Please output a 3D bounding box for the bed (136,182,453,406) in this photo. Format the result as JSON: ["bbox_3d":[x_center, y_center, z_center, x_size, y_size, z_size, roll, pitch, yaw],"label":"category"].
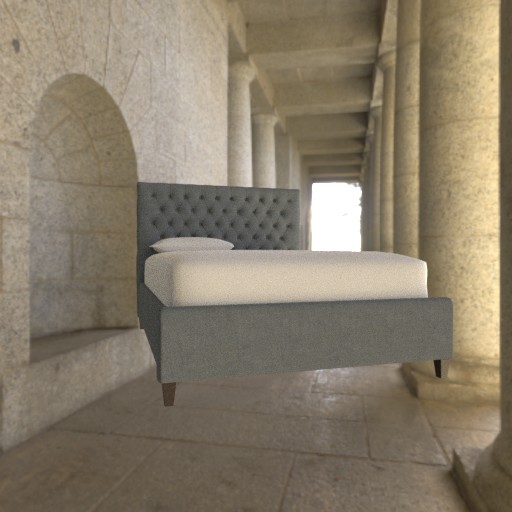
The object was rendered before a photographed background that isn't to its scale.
[{"bbox_3d":[0.000,0.000,3.426,1.698,1.411,2.335,0,0,-17],"label":"bed"}]
